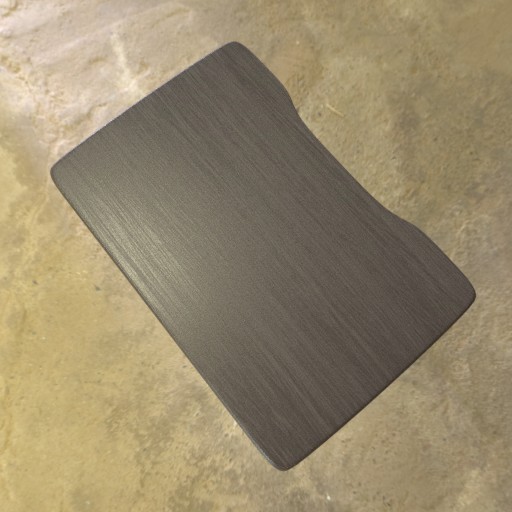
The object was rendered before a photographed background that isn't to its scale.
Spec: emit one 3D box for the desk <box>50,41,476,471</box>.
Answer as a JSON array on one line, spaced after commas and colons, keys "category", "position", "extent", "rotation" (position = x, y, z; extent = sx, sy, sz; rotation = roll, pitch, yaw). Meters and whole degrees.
[{"category": "desk", "position": [0.000, 0.000, 1.161], "extent": [0.546, 0.470, 0.820], "rotation": [-39, 79, -9]}]
